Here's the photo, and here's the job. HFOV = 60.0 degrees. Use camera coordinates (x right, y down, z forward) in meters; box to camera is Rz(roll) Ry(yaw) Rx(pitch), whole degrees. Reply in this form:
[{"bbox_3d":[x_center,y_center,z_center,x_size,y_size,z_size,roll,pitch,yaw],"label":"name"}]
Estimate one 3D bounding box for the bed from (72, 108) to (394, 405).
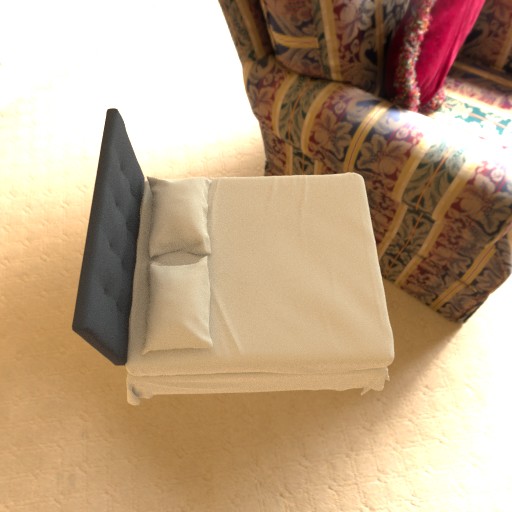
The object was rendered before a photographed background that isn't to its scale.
[{"bbox_3d":[0.000,0.000,3.460,2.222,1.577,1.936,-2,63,-1],"label":"bed"}]
